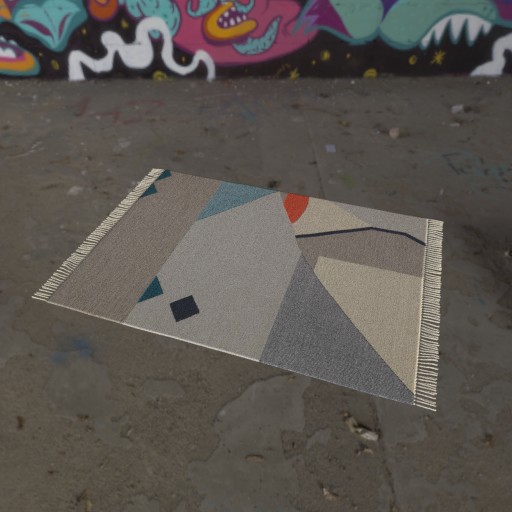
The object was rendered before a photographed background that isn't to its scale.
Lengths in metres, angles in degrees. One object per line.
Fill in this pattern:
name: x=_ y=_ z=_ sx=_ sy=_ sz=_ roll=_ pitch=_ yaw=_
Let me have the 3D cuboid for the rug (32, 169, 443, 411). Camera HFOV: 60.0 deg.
rug: x=0.000 y=0.000 z=2.292 sx=1.828 sy=0.005 sz=1.220 roll=13 pitch=44 yaw=13
